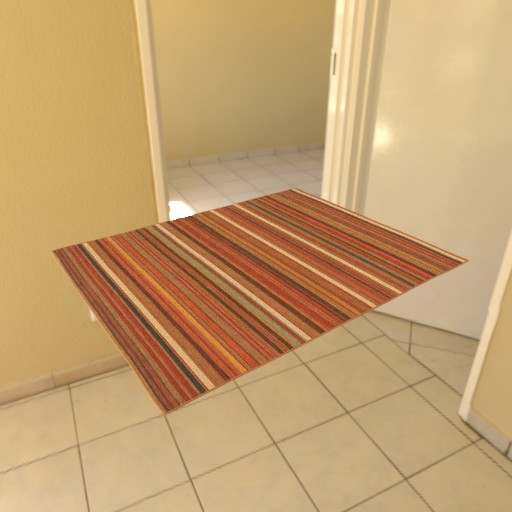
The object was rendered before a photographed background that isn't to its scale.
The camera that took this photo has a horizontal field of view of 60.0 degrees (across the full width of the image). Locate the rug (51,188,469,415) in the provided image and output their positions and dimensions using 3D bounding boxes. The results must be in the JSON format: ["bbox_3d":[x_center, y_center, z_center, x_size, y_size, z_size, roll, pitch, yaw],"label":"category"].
[{"bbox_3d":[0.000,0.000,4.175,3.092,0.023,2.479,-19,33,-31],"label":"rug"}]
